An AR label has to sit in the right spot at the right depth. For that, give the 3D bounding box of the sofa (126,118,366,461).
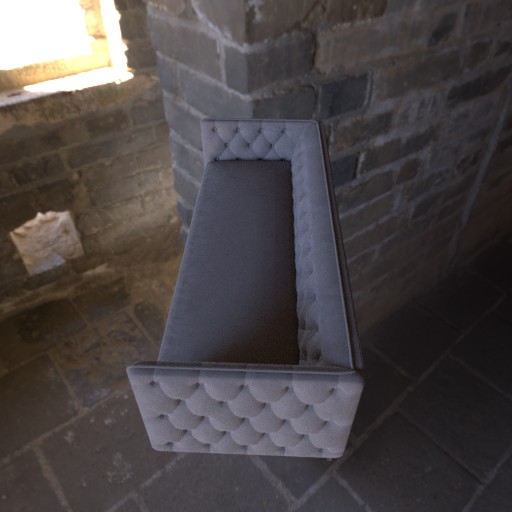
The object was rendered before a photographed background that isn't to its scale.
[{"bbox_3d":[0.000,0.000,2.652,0.895,0.771,2.209,2,42,2],"label":"sofa"}]
